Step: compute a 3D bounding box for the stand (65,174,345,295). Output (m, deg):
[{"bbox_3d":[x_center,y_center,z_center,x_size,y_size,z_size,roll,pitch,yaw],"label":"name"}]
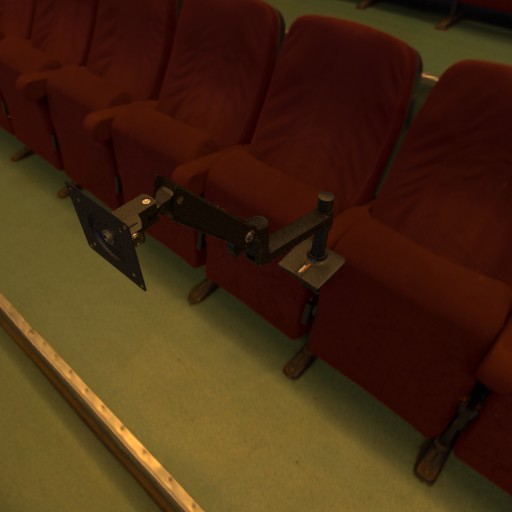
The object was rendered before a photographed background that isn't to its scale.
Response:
[{"bbox_3d":[0.000,0.000,1.016,0.152,0.713,0.650,32,54,27],"label":"stand"}]
